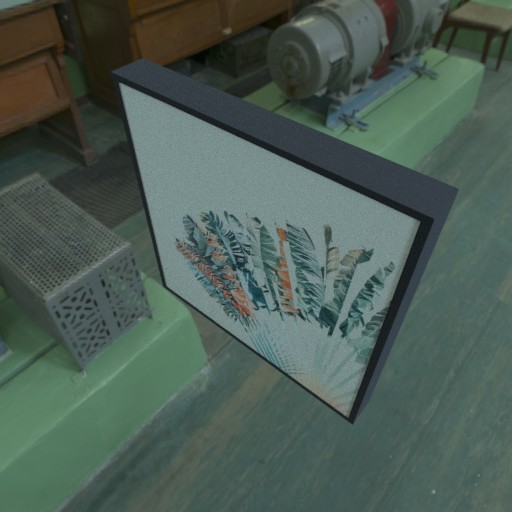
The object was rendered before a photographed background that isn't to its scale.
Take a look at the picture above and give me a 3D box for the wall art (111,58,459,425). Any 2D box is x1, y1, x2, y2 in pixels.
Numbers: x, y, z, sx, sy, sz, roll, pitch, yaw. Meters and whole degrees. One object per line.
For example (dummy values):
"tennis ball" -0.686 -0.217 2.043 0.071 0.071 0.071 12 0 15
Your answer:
"wall art" 0.000 0.000 0.445 0.302 0.300 0.036 31 54 26
